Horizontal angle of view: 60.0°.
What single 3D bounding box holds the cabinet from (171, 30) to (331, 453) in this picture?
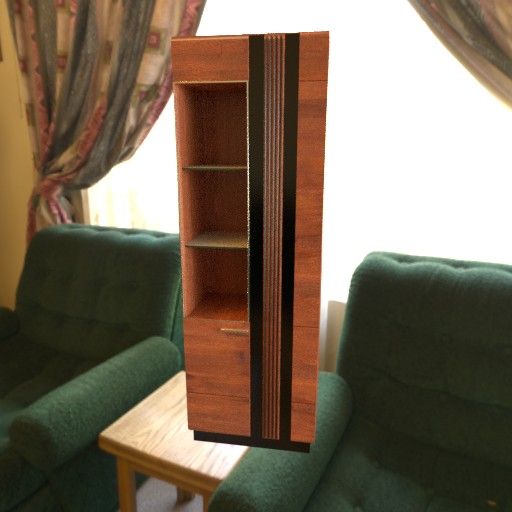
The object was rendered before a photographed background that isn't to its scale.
[{"bbox_3d":[0.000,0.000,2.238,0.660,1.980,0.420,2,15,9],"label":"cabinet"}]
